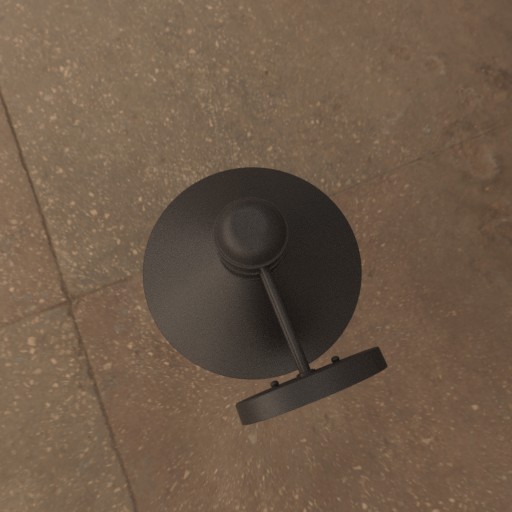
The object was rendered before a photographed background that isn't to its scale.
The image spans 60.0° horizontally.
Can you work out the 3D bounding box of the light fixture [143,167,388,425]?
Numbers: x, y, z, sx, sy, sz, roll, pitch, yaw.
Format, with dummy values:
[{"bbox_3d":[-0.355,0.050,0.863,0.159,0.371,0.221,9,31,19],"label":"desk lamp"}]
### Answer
[{"bbox_3d":[0.000,0.000,0.677,0.396,0.265,0.434,-21,75,-6],"label":"light fixture"}]
